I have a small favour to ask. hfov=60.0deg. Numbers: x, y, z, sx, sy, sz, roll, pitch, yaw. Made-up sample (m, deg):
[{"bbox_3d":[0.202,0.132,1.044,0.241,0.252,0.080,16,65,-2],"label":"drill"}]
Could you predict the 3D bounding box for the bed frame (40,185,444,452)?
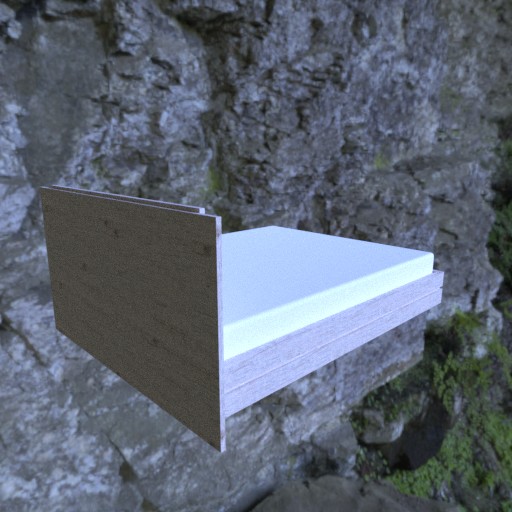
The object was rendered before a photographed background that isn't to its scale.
[{"bbox_3d":[0.000,0.000,2.977,2.080,0.970,1.750,-13,19,-42],"label":"bed frame"}]
